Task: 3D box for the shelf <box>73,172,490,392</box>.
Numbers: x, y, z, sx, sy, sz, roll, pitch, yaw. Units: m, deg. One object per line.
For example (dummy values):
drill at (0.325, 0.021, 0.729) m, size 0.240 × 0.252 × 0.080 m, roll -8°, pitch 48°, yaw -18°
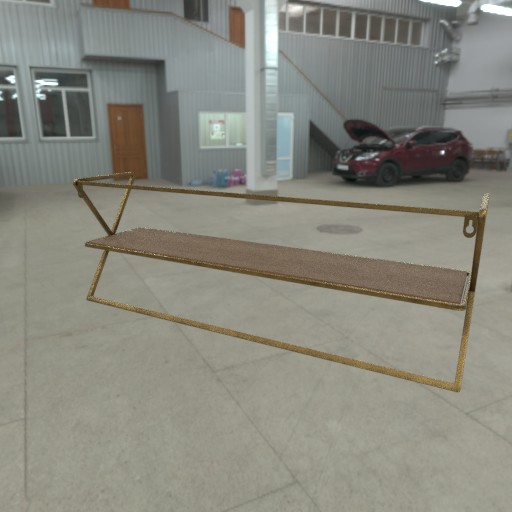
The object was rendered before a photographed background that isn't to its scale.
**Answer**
shelf at (0.000, 0.000, 0.720) m, size 0.645 × 0.229 × 0.150 m, roll 8°, pitch 18°, yaw 27°
